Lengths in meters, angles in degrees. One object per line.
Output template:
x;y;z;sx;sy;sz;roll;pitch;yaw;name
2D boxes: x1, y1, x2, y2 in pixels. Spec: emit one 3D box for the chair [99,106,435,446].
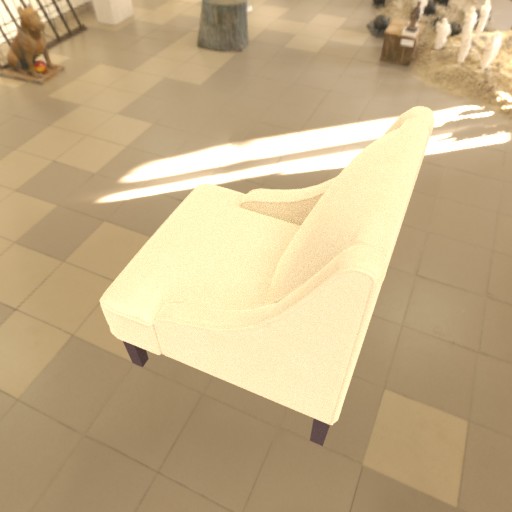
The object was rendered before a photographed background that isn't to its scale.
0.000;0.000;1.442;0.806;0.886;0.689;18;49;16;chair
